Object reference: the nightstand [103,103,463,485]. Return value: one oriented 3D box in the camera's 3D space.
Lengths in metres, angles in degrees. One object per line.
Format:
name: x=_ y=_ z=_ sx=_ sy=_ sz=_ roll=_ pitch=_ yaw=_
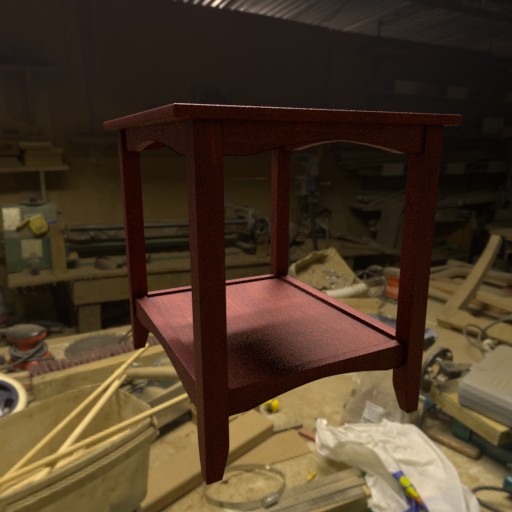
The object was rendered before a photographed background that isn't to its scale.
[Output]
nightstand: x=0.000 y=0.000 z=0.946 sx=0.501 sy=0.558 sz=0.558 roll=-7 pitch=16 yaw=-26
